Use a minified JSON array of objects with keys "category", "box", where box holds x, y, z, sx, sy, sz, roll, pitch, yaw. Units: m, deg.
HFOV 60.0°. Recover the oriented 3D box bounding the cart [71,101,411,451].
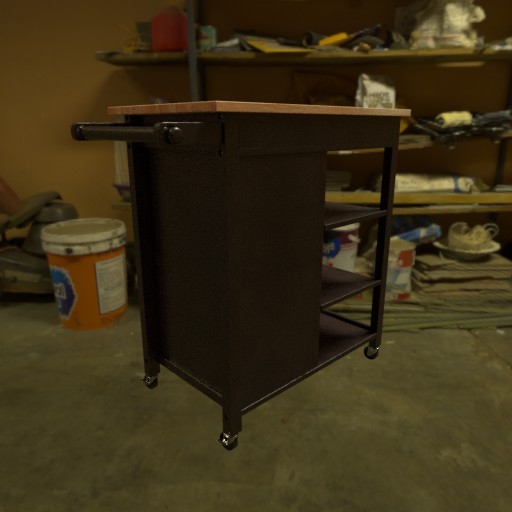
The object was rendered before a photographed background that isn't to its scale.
[{"category":"cart","box":[0.000,0.000,1.387,0.914,0.878,0.472,-15,22,-41]}]
